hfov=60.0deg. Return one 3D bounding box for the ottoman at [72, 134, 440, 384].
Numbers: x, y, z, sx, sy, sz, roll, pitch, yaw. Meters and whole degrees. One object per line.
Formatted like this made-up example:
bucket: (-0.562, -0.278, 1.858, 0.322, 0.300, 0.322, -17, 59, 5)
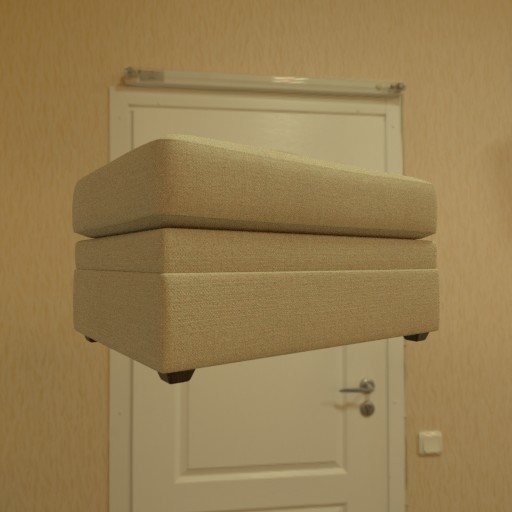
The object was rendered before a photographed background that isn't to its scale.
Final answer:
ottoman: (0.000, 0.000, 1.254, 0.885, 0.478, 0.637, 1, -1, -36)
